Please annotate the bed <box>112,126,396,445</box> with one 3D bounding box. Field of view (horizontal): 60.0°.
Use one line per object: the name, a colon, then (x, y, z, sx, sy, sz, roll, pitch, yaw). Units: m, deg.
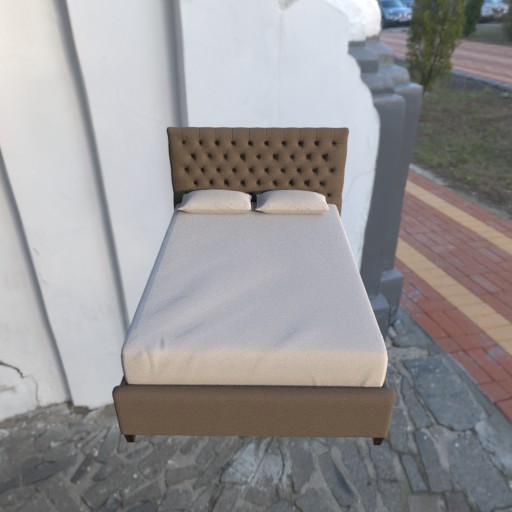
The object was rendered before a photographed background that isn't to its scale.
bed: (0.000, 0.000, 3.478, 1.698, 1.427, 2.387, 0, 31, 1)
